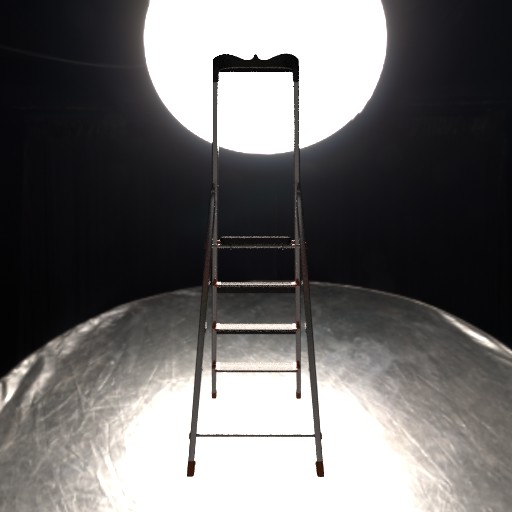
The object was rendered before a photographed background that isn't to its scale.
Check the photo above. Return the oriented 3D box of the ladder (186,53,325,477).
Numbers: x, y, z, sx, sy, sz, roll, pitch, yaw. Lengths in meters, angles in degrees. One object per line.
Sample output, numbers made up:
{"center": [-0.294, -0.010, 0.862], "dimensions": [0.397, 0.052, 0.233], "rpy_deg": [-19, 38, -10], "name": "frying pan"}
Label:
{"center": [0.000, 0.000, 1.845], "dimensions": [0.452, 1.429, 0.834], "rpy_deg": [0, 0, 0], "name": "ladder"}
